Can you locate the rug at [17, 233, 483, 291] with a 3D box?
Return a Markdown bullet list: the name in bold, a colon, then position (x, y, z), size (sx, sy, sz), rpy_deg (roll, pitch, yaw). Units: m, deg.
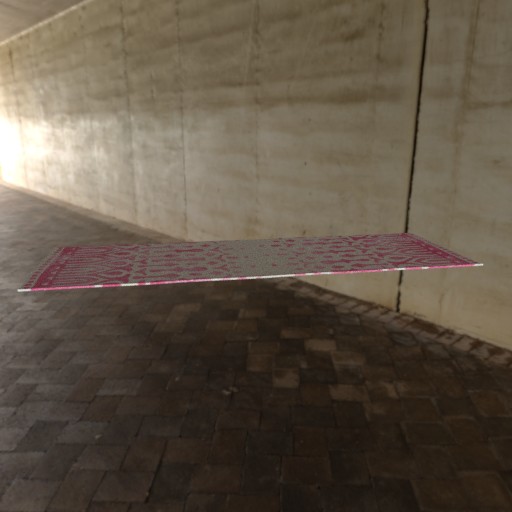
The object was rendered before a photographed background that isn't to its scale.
- **rug**: position (0.000, 0.000, 2.652), size (2.458, 0.011, 0.787), rpy_deg (-3, 16, -9)
